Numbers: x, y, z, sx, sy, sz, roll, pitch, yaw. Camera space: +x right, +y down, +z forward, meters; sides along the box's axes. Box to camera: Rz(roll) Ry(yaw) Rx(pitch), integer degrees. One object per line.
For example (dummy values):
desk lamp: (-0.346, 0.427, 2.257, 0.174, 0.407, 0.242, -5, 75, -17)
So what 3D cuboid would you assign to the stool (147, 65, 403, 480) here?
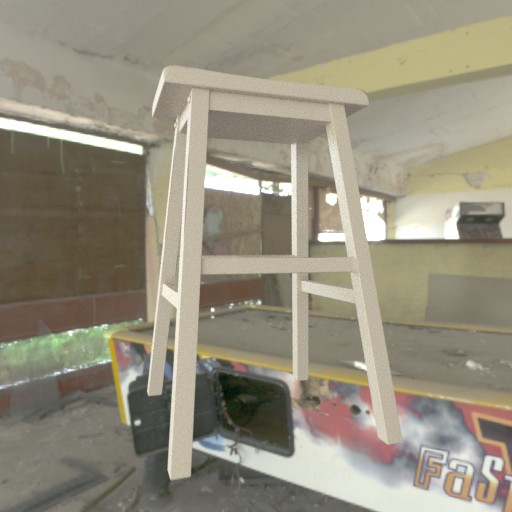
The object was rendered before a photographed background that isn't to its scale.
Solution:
stool: (0.000, 0.000, 1.028, 0.457, 0.737, 0.476, 0, 1, -18)
